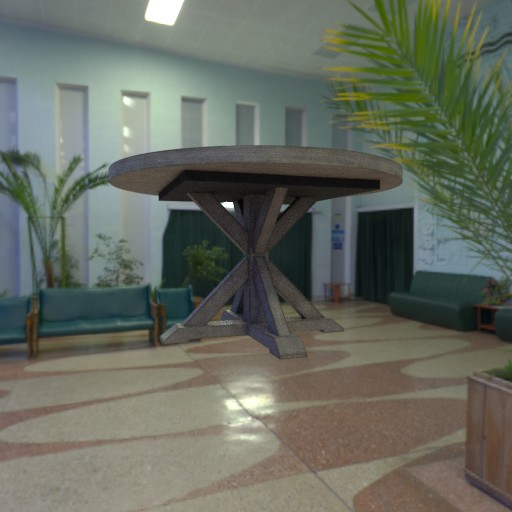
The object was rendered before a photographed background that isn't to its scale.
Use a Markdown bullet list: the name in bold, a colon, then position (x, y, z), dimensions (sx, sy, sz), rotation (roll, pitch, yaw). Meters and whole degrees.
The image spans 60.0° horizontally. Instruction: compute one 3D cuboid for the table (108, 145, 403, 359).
- **table**: position (0.000, 0.000, 2.170), dimensions (1.363, 0.781, 1.363), rotation (0, 2, 0)
